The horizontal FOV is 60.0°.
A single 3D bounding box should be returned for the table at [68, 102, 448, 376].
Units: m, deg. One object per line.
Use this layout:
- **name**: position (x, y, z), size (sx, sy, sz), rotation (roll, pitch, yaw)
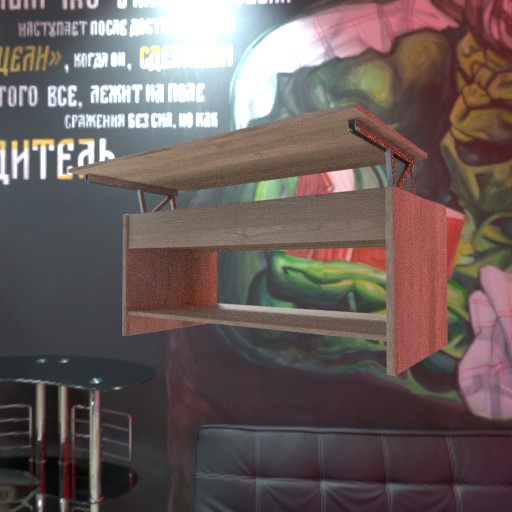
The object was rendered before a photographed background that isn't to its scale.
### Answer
- **table**: position (0.000, 0.000, 1.432), size (1.000, 0.570, 0.712), rotation (-1, -2, 36)
